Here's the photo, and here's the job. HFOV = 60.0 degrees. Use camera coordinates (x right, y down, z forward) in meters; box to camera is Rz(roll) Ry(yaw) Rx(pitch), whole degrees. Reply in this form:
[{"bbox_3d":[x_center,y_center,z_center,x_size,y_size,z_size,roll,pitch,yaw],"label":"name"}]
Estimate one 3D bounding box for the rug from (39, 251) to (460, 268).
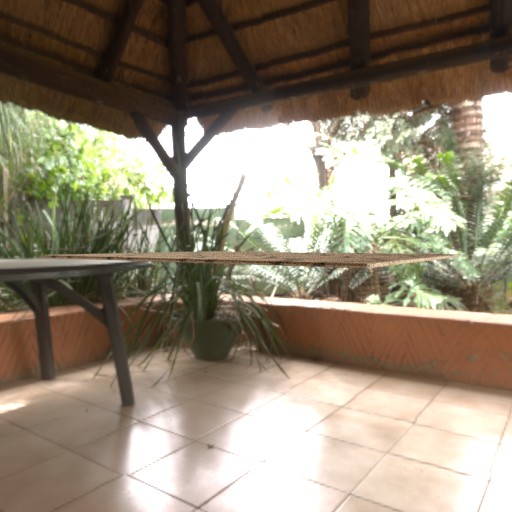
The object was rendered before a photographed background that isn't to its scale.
[{"bbox_3d":[0.000,0.000,4.014,3.000,0.026,2.399,1,2,35],"label":"rug"}]
